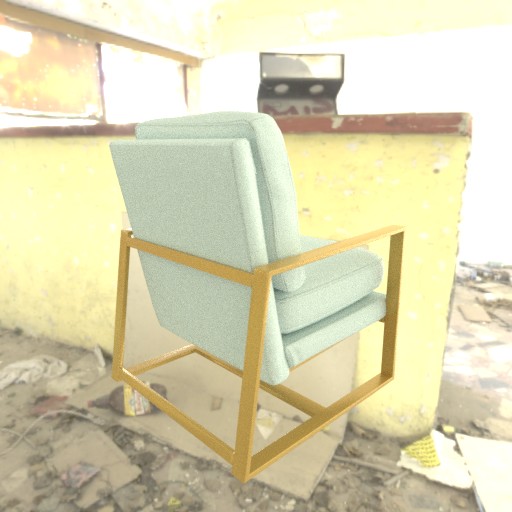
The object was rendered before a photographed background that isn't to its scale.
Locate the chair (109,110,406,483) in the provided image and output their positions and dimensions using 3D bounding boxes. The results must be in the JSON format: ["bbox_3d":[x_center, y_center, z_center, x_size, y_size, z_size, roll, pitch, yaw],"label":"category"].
[{"bbox_3d":[0.000,0.000,1.584,0.813,0.956,0.758,-13,19,-42],"label":"chair"}]
